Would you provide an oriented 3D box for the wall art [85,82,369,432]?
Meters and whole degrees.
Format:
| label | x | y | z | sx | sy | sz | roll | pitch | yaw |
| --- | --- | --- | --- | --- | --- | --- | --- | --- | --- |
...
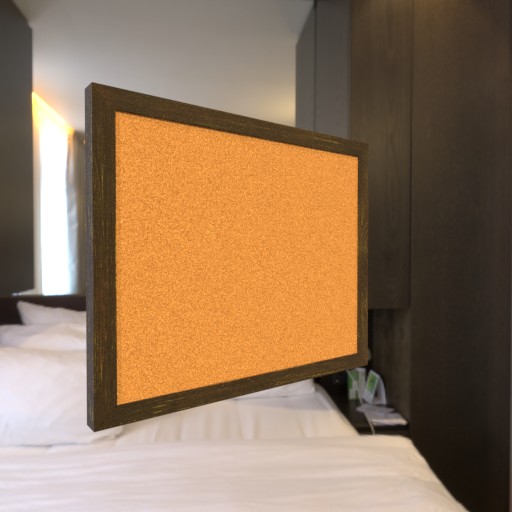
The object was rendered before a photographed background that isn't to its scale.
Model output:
| label | x | y | z | sx | sy | sz | roll | pitch | yaw |
| --- | --- | --- | --- | --- | --- | --- | --- | --- | --- |
| wall art | 0.000 | 0.000 | 0.760 | 0.558 | 0.457 | 0.032 | -1 | 1 | -37 |
